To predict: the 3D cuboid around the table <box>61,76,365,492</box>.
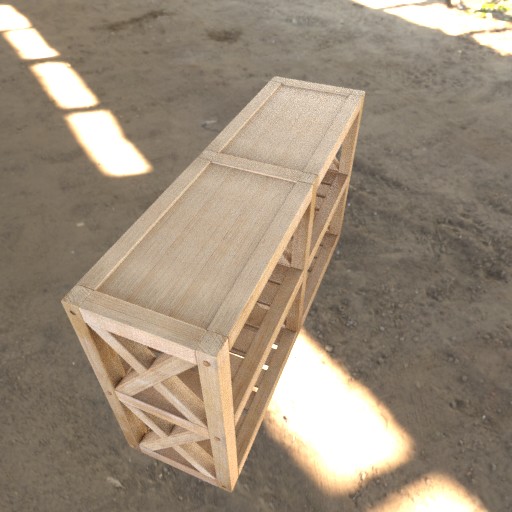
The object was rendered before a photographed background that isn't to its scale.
[{"bbox_3d":[0.000,0.000,1.611,0.381,0.762,1.320,16,46,16],"label":"table"}]
